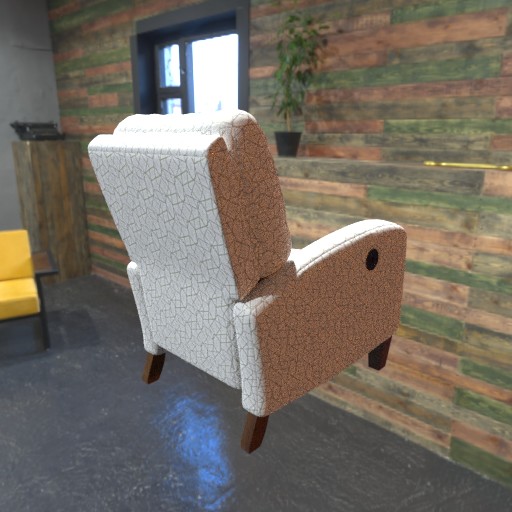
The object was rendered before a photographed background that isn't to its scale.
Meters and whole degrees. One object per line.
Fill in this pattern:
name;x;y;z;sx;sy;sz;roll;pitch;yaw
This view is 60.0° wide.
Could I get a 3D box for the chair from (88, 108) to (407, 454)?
chair;0.000;0.000;1.746;0.796;1.064;0.995;14;21;42
